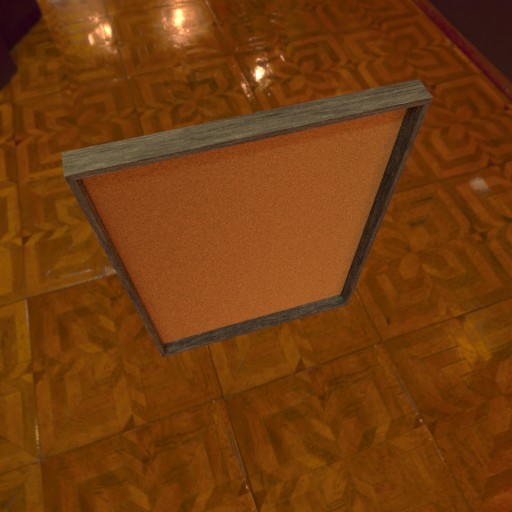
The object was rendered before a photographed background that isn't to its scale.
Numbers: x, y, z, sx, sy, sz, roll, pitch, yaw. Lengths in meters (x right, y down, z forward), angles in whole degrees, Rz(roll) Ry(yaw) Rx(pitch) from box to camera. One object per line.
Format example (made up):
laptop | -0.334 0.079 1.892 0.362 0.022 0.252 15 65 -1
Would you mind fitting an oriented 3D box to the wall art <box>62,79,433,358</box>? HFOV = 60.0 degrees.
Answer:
wall art | 0.000 0.000 1.326 0.762 1.016 0.063 -14 59 -9
